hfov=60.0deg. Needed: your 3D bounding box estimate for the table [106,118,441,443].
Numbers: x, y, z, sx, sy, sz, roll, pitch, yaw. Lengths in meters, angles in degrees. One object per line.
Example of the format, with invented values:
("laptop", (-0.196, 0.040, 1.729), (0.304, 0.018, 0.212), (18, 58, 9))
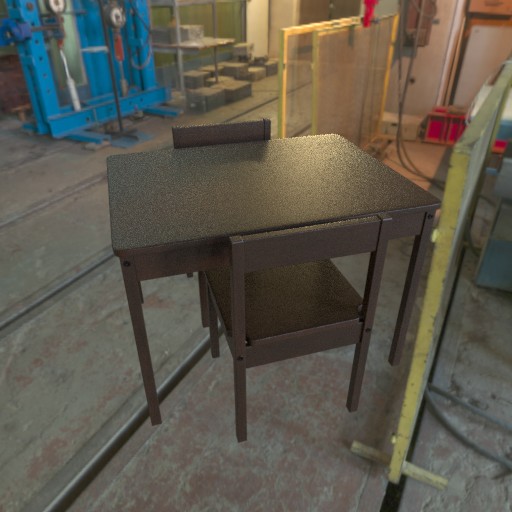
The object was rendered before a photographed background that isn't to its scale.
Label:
("table", (0.000, 0.000, 1.129), (0.650, 0.503, 0.672), (-9, 33, -14))
